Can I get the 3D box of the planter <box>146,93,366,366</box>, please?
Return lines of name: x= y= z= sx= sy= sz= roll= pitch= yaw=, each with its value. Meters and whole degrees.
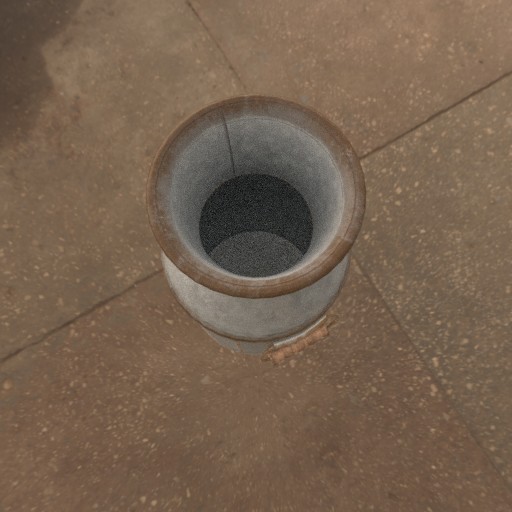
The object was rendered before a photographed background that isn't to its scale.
planter: x=0.000 y=0.000 z=0.531 sx=0.214 sy=0.396 sz=0.245 roll=-28 pitch=77 yaw=-7
